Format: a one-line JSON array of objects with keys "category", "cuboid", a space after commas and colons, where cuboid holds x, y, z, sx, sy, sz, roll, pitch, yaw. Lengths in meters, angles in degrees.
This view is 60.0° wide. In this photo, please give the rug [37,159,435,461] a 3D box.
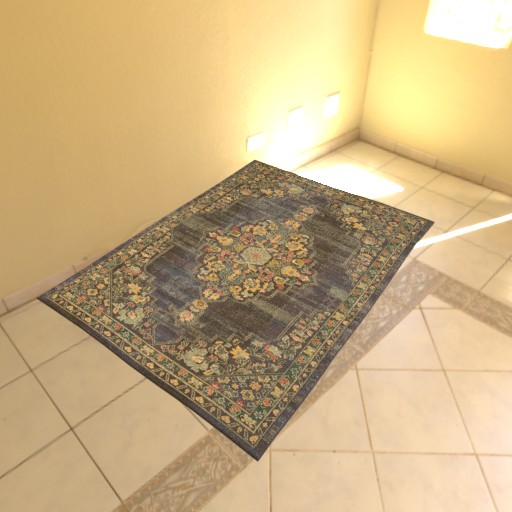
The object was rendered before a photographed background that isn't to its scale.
[{"category": "rug", "cuboid": [0.000, 0.000, 4.844, 2.716, 0.035, 3.612, 25, 46, 27]}]
